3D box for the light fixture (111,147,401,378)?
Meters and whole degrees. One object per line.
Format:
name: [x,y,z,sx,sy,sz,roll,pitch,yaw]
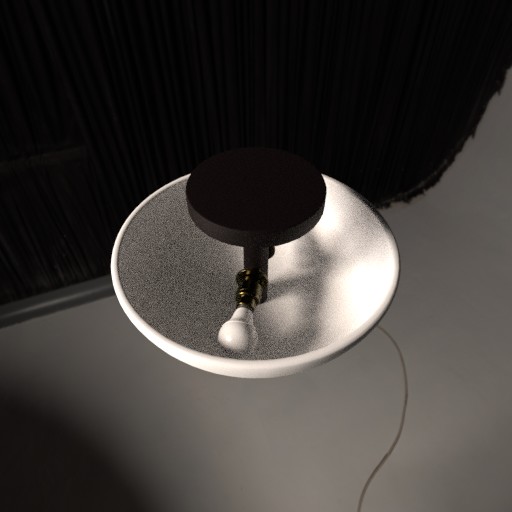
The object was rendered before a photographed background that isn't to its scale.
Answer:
light fixture: [0.000,0.000,0.534,0.331,0.212,0.331,0,46,0]
